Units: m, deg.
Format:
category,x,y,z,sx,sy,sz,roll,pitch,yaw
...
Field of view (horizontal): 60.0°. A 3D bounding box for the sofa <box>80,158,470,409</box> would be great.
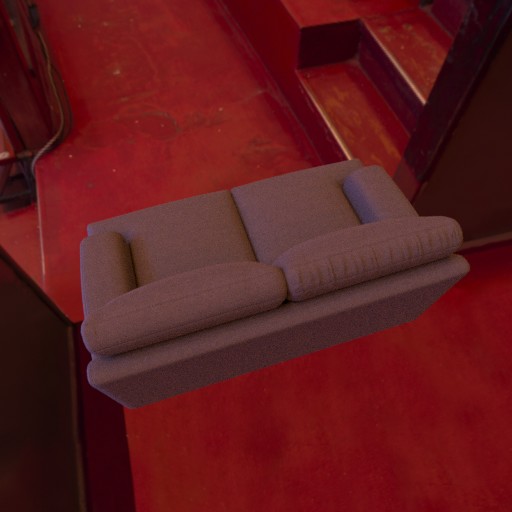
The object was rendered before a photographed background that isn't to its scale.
category,x,y,z,sx,sy,sz,roll,pitch,yaw
sofa,0.000,0.000,2.488,1.869,0.950,1.140,-15,59,-9
